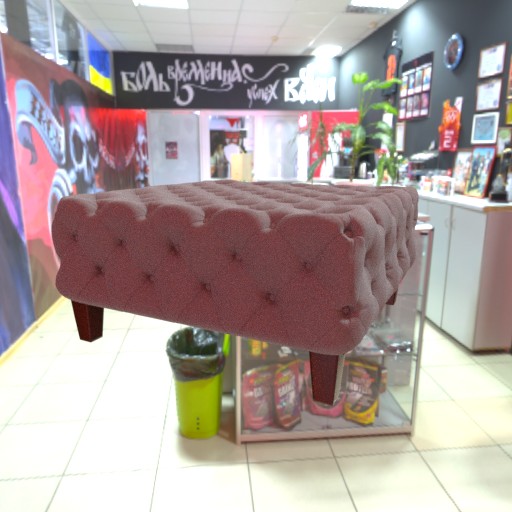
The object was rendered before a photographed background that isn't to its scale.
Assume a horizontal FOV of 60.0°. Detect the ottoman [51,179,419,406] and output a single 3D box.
[{"bbox_3d":[0.000,0.000,1.448,0.917,0.439,0.911,7,15,26],"label":"ottoman"}]
